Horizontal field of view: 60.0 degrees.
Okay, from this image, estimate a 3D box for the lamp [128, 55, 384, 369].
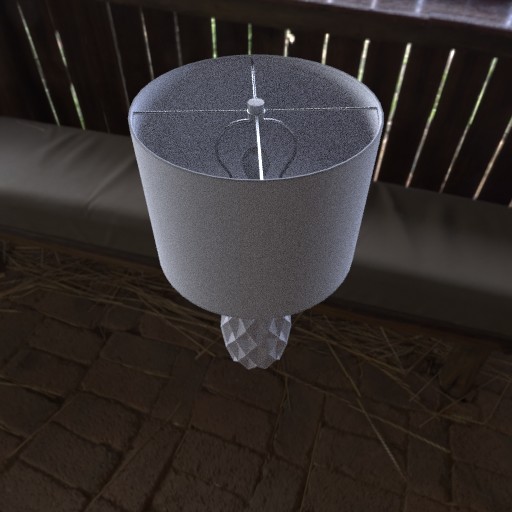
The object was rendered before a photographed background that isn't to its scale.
[{"bbox_3d":[0.000,0.000,0.709,0.297,0.522,0.297,0,46,0],"label":"lamp"}]
